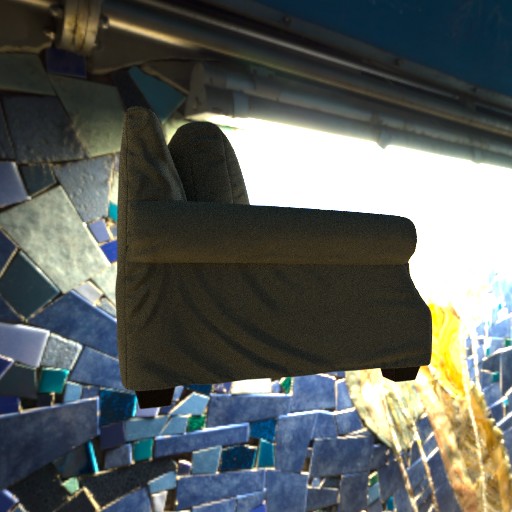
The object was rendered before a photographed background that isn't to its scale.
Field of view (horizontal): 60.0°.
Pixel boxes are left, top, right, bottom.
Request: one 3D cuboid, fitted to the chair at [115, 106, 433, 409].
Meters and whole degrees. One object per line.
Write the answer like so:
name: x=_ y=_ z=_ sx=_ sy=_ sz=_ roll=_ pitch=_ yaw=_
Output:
chair: x=0.000 y=0.000 z=1.746 sx=1.066 sy=0.866 sz=0.940 roll=0 pitch=0 yaw=-18
